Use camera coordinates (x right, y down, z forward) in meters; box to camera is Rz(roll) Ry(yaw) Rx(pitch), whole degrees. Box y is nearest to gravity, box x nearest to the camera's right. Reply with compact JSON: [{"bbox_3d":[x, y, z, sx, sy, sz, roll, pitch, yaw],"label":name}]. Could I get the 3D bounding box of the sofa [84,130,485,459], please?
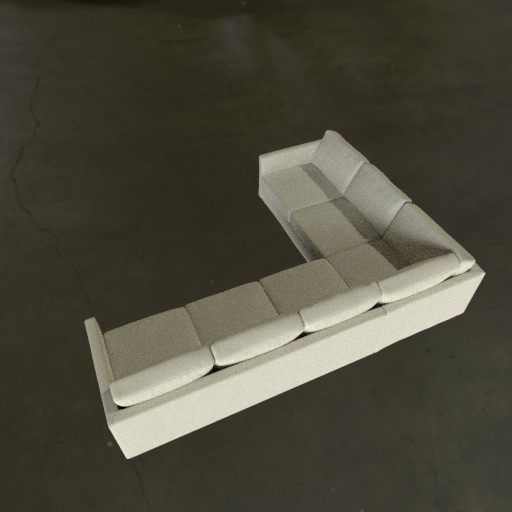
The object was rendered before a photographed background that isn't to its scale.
[{"bbox_3d":[0.000,0.000,4.206,3.182,0.863,2.432,-18,48,-17],"label":"sofa"}]
